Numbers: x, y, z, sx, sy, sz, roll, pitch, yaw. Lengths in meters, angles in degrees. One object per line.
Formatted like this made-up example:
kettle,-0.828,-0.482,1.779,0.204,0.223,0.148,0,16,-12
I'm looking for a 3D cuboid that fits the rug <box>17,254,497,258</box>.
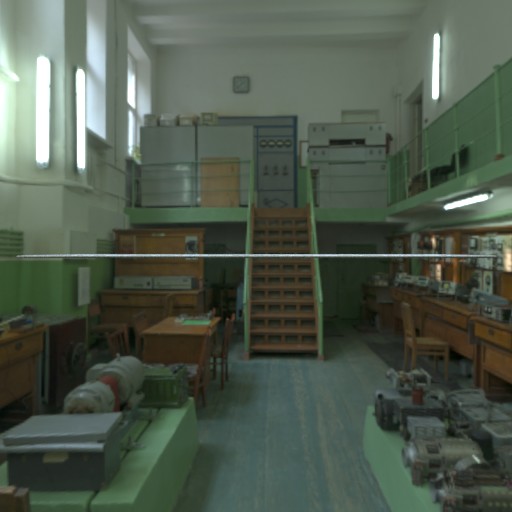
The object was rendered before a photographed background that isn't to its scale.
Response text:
rug,0.000,0.000,2.683,2.452,0.017,0.855,0,0,1
